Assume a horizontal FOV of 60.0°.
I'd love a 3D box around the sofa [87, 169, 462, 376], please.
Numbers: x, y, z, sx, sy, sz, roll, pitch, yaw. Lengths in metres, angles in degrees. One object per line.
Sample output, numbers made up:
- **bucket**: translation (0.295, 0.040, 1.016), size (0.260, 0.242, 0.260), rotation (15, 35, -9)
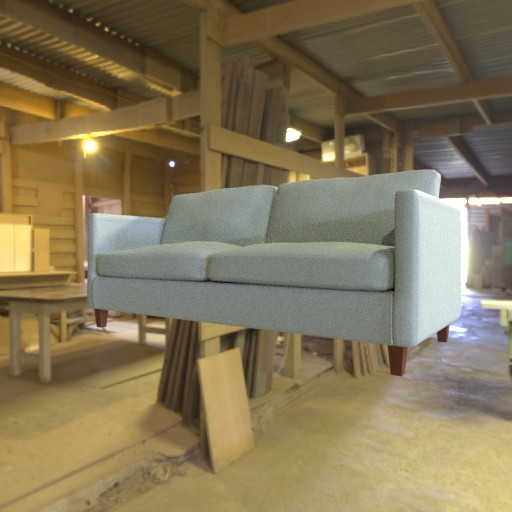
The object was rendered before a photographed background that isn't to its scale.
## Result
- **sofa**: translation (0.000, 0.000, 2.751), size (2.208, 0.965, 0.951), rotation (1, 1, 35)
